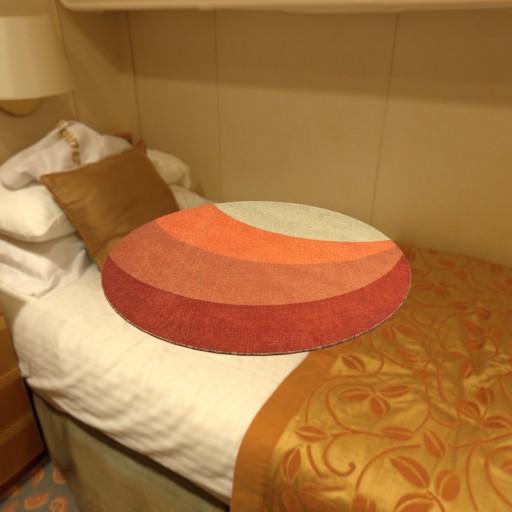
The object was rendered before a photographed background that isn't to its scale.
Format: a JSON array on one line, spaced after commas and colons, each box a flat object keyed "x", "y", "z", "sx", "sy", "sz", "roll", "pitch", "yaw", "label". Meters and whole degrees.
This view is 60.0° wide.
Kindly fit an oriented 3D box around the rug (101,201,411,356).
[{"x": 0.000, "y": 0.000, "z": 2.262, "sx": 1.514, "sy": 0.015, "sz": 1.514, "roll": 0, "pitch": 28, "yaw": 0, "label": "rug"}]
